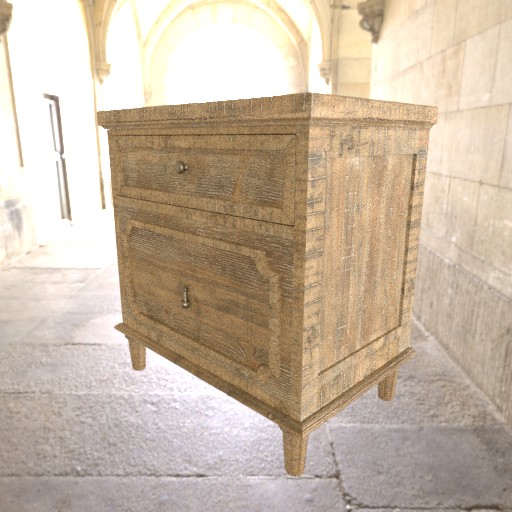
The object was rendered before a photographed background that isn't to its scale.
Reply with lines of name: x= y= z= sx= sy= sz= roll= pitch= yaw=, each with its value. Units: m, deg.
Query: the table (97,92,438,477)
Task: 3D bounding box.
table: x=0.000 y=0.000 z=1.126 sx=0.686 sy=0.711 sz=0.457 roll=14 pitch=20 yaw=43
